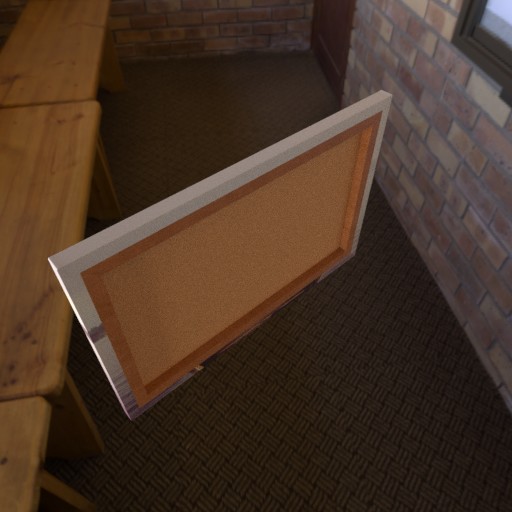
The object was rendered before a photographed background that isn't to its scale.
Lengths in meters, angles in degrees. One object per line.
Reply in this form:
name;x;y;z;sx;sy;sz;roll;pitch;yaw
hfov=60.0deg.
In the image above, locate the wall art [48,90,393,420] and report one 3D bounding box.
wall art;0.000;0.000;1.174;0.916;0.609;0.037;-33;55;-27
